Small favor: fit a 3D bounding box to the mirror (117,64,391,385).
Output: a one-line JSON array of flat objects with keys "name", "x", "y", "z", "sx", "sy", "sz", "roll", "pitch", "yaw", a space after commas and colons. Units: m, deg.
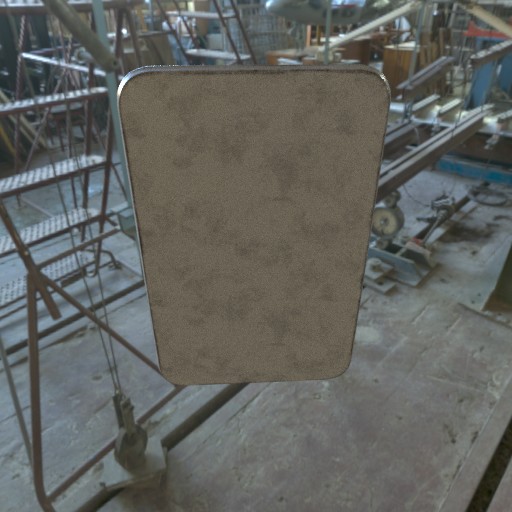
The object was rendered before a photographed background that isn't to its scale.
[{"name": "mirror", "x": 0.000, "y": 0.000, "z": 0.894, "sx": 0.461, "sy": 0.713, "sz": 0.024, "roll": -2, "pitch": 31, "yaw": -3}]
